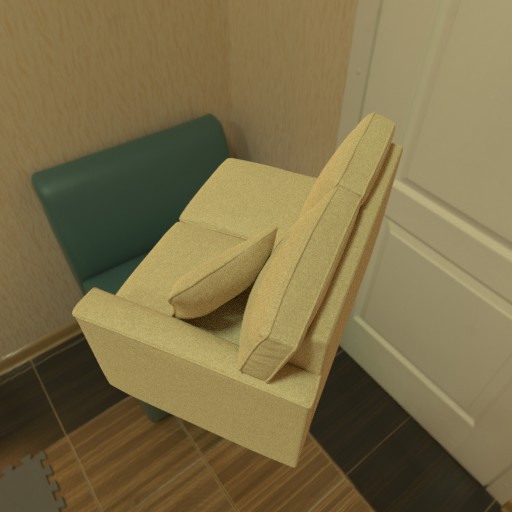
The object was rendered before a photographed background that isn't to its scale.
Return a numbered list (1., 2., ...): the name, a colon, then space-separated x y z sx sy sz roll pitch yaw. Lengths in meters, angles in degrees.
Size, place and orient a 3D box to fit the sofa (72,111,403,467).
1. sofa: 0.000 0.000 2.107 0.991 0.989 1.388 18 49 16
